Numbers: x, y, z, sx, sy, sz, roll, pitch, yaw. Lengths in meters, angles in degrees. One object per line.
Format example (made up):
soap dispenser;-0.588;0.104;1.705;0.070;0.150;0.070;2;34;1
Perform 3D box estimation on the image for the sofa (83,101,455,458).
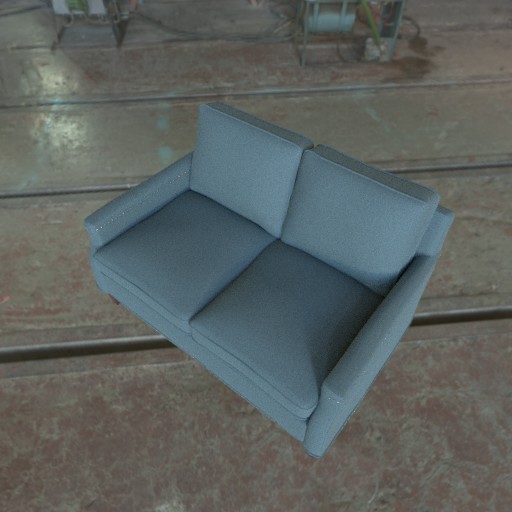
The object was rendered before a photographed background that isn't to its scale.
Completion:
sofa;0.000;0.000;2.323;1.597;1.003;1.084;31;54;25
